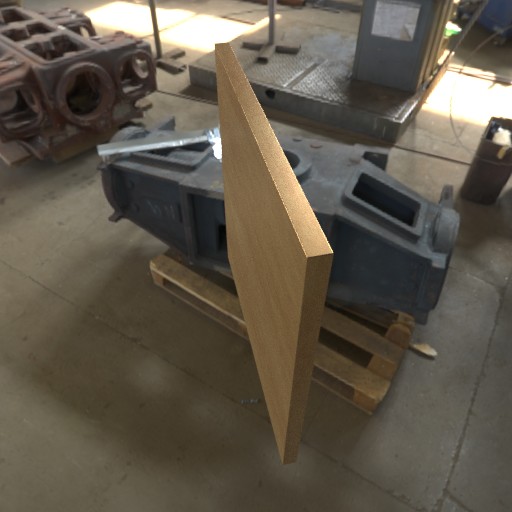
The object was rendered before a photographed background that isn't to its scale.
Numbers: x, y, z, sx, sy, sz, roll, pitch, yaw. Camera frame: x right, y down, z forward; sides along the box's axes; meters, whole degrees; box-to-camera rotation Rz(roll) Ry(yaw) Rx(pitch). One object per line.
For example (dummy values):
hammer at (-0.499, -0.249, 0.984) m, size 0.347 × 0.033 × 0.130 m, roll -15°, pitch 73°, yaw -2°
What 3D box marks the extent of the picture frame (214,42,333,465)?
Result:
picture frame at (0.000, 0.000, 1.116) m, size 0.037 × 0.761 × 0.758 m, roll -9°, pitch 47°, yaw -9°
